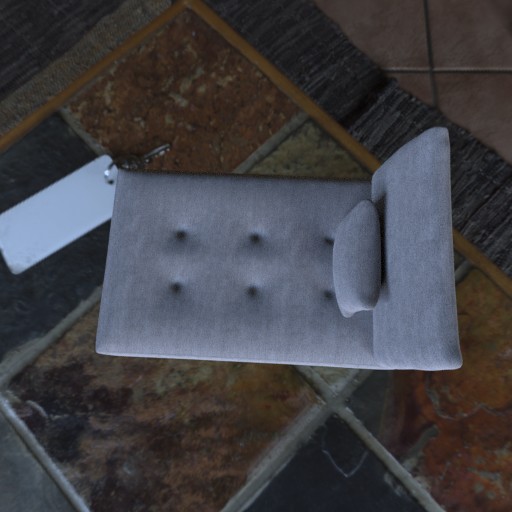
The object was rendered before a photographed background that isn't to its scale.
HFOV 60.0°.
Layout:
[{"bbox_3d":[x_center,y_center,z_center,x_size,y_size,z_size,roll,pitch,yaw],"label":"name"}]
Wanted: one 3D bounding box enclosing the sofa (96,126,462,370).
[{"bbox_3d":[0.000,0.000,1.967,1.450,0.820,0.930,3,77,1],"label":"sofa"}]
